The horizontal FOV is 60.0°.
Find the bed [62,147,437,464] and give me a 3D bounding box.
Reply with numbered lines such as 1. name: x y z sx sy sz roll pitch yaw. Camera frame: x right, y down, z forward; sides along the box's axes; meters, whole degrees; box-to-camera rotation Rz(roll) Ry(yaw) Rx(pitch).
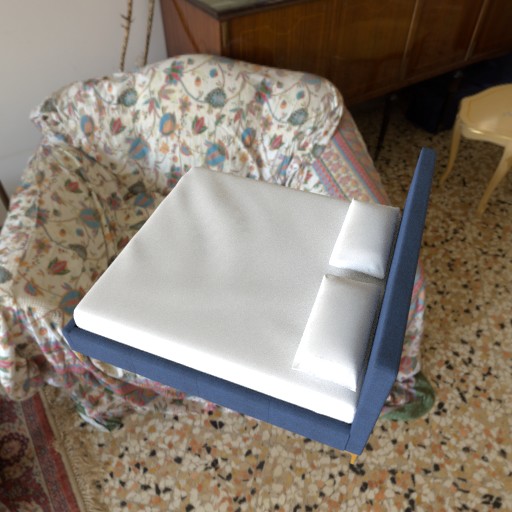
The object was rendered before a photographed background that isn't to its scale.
1. bed: 0.000 0.000 3.473 2.232 1.231 2.096 15 48 14
